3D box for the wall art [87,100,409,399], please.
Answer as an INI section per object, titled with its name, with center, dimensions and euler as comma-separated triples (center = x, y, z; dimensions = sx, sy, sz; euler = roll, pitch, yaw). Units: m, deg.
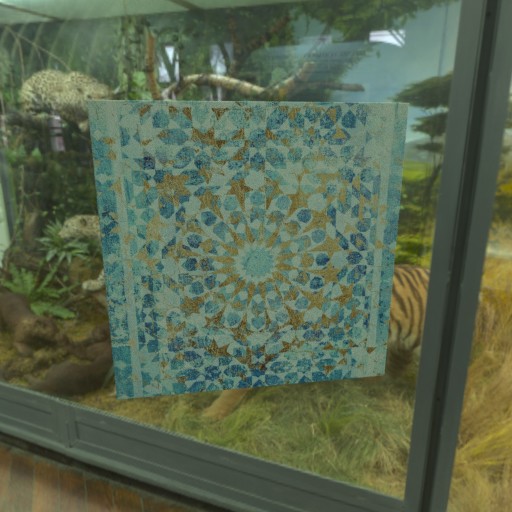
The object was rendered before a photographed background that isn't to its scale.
[wall art]
center = 0.000, 0.000, 1.393
dimensions = 0.916, 0.916, 0.040
euler = -3, 16, -9
